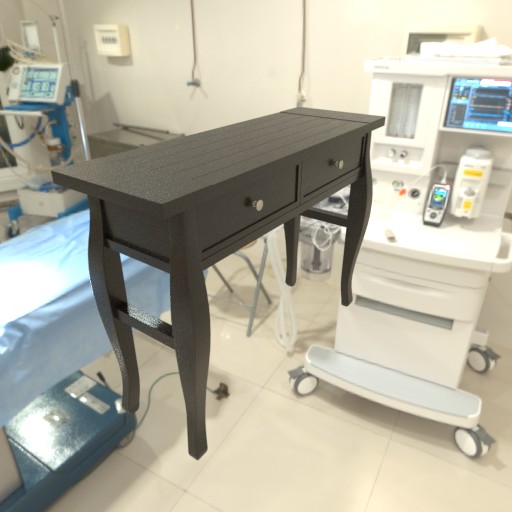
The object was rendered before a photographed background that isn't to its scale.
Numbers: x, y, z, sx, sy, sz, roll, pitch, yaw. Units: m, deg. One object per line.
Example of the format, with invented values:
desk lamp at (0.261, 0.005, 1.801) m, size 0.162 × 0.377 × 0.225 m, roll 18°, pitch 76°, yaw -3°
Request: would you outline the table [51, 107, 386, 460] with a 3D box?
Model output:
table at (0.000, 0.000, 1.450) m, size 0.373 × 0.768 × 1.062 m, roll 19°, pitch 33°, yaw 32°
